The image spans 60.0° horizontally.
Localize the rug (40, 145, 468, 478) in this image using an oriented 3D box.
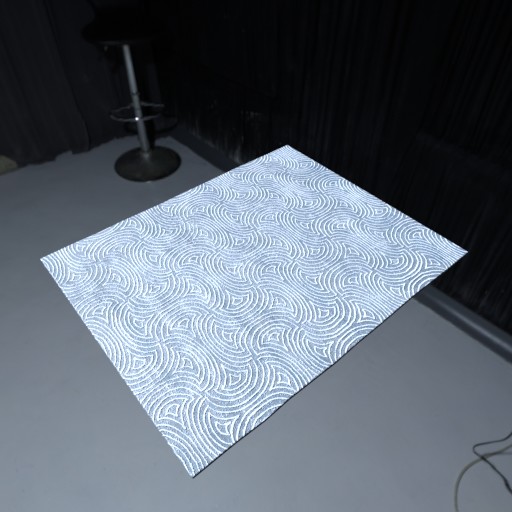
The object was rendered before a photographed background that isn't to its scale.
[{"bbox_3d":[0.000,0.000,4.035,3.042,0.021,2.456,-31,52,-27],"label":"rug"}]
